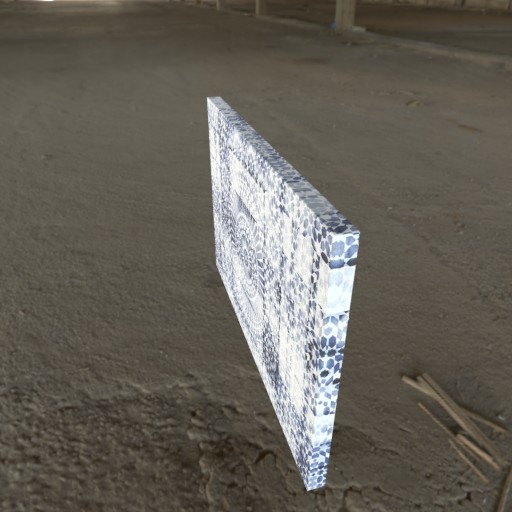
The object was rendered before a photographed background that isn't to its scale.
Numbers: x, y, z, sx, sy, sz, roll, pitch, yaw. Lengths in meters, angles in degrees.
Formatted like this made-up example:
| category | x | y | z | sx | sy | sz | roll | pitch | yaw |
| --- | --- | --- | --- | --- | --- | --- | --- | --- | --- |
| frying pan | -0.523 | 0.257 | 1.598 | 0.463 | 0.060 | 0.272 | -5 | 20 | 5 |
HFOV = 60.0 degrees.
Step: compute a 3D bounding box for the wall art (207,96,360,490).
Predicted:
| category | x | y | z | sx | sy | sz | roll | pitch | yaw |
| --- | --- | --- | --- | --- | --- | --- | --- | --- | --- |
| wall art | 0.000 | 0.000 | 0.762 | 0.030 | 0.406 | 0.608 | -9 | 33 | -14 |
